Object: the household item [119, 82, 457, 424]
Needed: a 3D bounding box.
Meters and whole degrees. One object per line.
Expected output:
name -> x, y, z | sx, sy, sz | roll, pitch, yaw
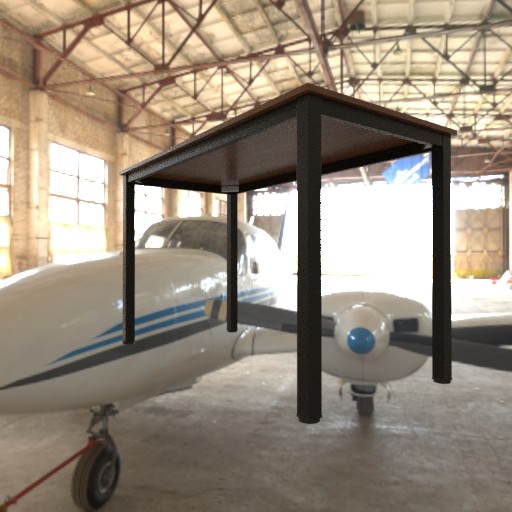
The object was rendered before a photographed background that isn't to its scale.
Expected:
household item -> 0.000, 0.000, 1.617 | 0.600, 0.750, 1.200 | 0, -1, -36
